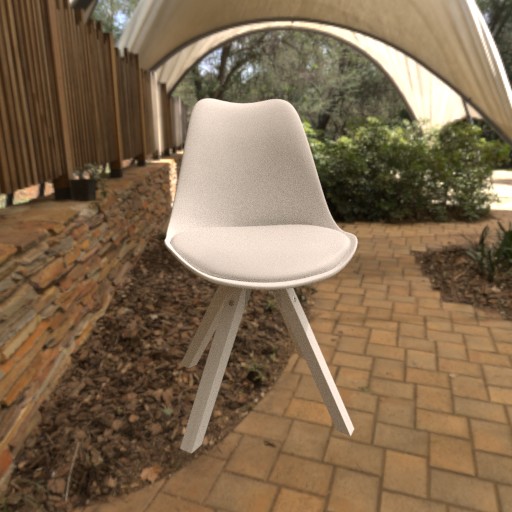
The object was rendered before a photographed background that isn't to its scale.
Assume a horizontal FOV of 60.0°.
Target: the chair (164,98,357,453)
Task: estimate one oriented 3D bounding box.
[{"bbox_3d":[0.000,0.000,1.226,0.485,0.850,0.550,-3,16,-9],"label":"chair"}]
